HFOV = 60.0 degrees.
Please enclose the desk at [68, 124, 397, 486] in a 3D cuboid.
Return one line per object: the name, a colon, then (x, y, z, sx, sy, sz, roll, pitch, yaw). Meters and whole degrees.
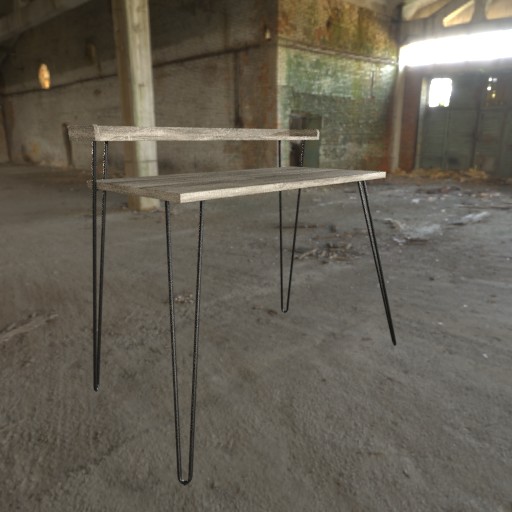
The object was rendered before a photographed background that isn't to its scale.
desk: (0.000, 0.000, 1.604, 0.605, 0.899, 1.135, 14, 20, 43)
